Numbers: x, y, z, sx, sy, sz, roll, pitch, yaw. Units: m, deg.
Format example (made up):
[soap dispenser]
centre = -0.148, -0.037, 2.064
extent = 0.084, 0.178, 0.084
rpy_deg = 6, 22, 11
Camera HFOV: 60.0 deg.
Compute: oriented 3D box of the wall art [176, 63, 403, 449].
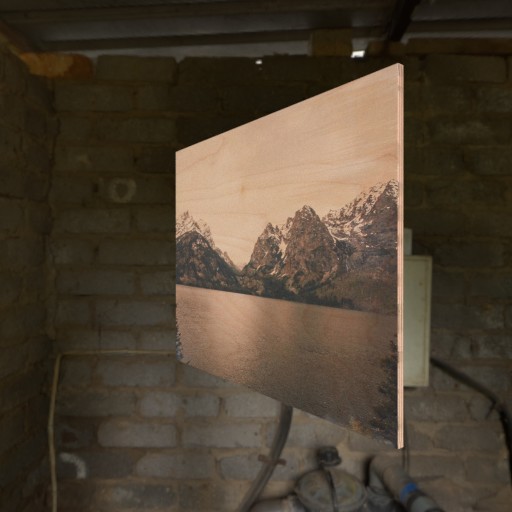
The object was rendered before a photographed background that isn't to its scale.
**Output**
[wall art]
centre = 0.000, 0.000, 0.673
extent = 0.010, 0.408, 0.508
rpy_deg = 0, 0, -37
